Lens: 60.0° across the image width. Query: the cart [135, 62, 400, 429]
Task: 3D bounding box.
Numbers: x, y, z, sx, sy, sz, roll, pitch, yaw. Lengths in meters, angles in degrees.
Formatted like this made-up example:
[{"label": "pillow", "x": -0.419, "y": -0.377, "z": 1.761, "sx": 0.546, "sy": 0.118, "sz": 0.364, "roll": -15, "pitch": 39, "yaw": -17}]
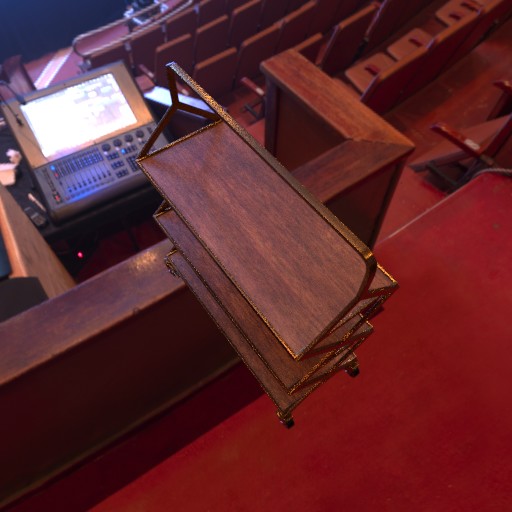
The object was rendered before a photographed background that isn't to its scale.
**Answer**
[{"label": "cart", "x": 0.000, "y": 0.000, "z": 1.211, "sx": 0.313, "sy": 0.805, "sz": 0.723, "roll": -32, "pitch": 63, "yaw": -19}]
